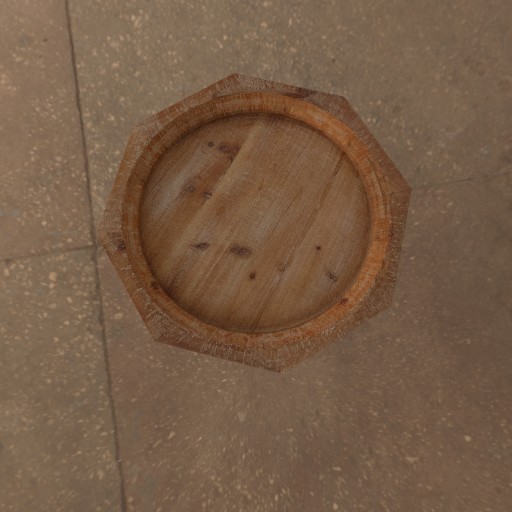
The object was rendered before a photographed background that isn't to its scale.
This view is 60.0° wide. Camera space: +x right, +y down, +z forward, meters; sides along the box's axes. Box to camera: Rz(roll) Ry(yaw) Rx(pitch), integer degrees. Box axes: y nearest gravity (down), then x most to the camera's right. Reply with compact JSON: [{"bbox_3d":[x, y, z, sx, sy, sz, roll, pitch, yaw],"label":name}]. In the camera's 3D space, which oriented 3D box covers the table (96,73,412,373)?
[{"bbox_3d":[0.000,0.000,0.899,0.458,0.543,0.458,-8,76,-2],"label":"table"}]
